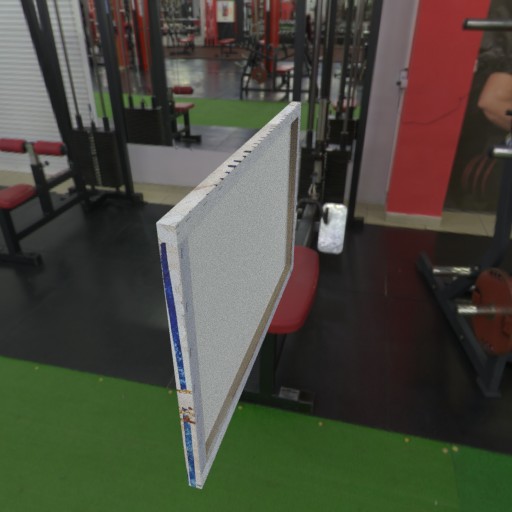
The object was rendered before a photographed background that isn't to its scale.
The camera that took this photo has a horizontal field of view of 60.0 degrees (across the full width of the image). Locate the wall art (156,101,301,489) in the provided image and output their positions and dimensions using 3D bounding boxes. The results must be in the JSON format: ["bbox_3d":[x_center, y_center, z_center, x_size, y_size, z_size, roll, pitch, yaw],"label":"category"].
[{"bbox_3d":[0.000,0.000,1.440,0.038,0.757,1.143,8,31,14],"label":"wall art"}]
